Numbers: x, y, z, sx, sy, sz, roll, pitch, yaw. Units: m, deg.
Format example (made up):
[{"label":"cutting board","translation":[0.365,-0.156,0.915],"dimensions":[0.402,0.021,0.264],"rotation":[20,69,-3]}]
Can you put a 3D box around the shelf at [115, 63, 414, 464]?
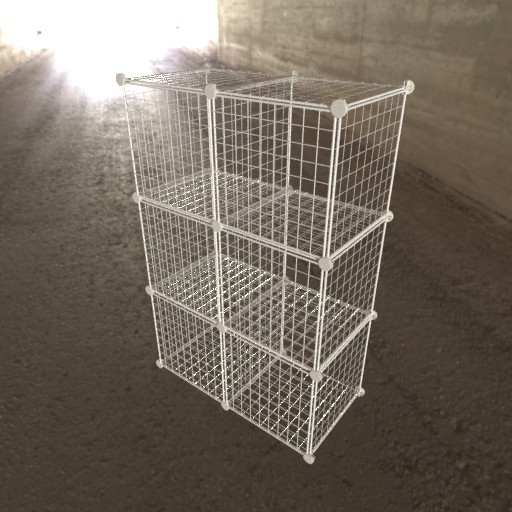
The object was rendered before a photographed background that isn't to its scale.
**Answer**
[{"label":"shelf","translation":[0.000,0.000,1.410],"dimensions":[0.711,1.067,0.356],"rotation":[21,35,33]}]
